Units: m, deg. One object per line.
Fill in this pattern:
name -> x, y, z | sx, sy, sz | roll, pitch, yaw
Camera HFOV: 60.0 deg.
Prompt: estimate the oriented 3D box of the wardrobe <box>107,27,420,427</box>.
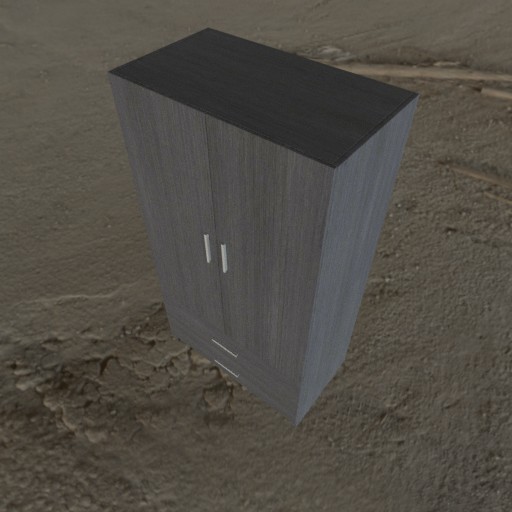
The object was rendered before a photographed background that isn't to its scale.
wardrobe -> 0.000, 0.000, 2.247 | 0.991, 1.808, 0.577 | 30, 54, 25
